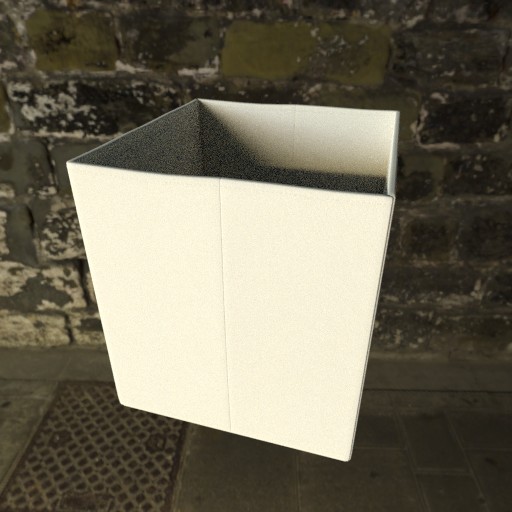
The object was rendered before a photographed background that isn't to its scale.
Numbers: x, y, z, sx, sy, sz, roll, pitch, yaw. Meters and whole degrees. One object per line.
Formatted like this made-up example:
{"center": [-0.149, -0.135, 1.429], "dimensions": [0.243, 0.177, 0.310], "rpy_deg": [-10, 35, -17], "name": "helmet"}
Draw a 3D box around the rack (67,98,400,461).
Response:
{"center": [0.000, 0.000, 0.500], "dimensions": [0.270, 0.280, 0.270], "rpy_deg": [8, 31, 14], "name": "rack"}
